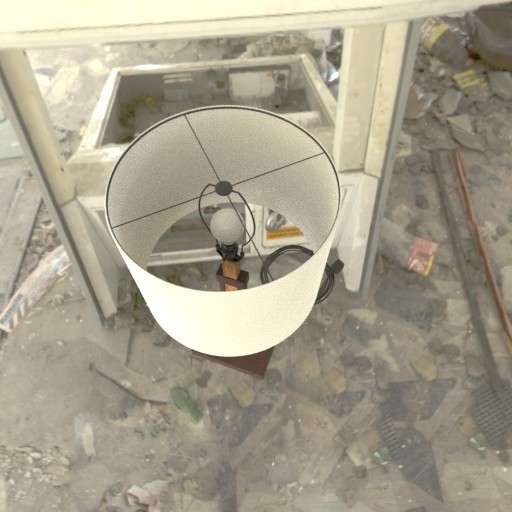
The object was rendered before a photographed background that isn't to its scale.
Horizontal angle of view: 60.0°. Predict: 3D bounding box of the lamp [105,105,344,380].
[{"bbox_3d":[0.000,0.000,0.992,0.396,0.668,0.525,18,61,10],"label":"lamp"}]
